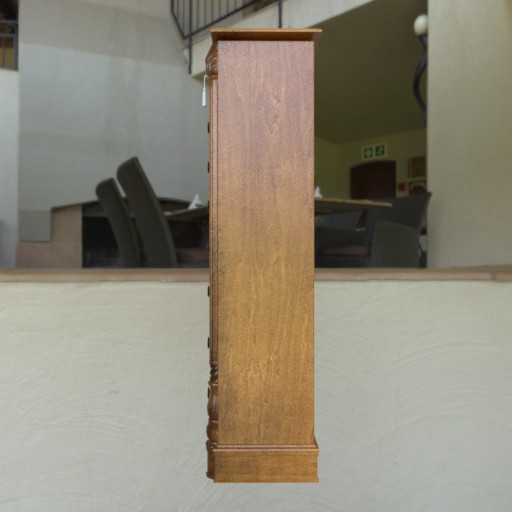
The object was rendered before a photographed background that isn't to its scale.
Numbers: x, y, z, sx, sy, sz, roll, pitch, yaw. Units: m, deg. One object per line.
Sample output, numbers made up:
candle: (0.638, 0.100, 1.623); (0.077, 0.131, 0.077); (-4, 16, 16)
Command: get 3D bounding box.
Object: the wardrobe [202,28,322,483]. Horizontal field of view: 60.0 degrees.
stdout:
wardrobe: (0.000, 0.000, 1.129); (0.273, 0.959, 0.406); (0, 0, 0)
